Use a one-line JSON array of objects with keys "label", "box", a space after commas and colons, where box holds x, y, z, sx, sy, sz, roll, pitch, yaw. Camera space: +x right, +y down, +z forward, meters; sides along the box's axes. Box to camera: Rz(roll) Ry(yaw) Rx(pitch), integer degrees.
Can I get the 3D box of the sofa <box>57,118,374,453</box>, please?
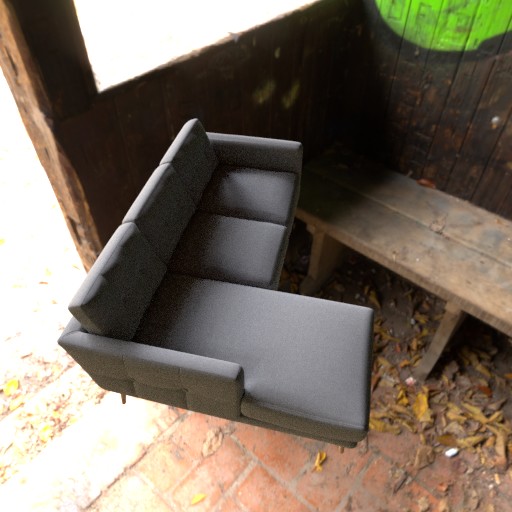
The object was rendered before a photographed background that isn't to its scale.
[{"label": "sofa", "box": [0.000, 0.000, 2.845, 1.530, 0.860, 2.040, 9, 47, 9]}]
